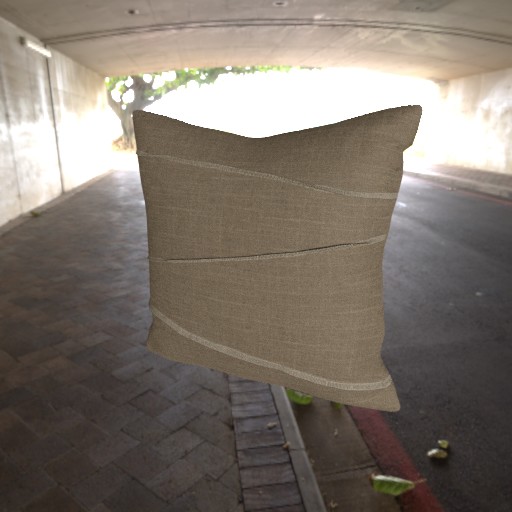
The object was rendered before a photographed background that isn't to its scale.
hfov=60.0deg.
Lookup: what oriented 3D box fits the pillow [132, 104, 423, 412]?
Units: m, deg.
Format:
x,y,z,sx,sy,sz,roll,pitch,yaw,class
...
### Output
x,y,z,sx,sy,sz,roll,pitch,yaw,class
0.000,0.000,0.627,0.424,0.400,0.169,7,18,24,pillow
